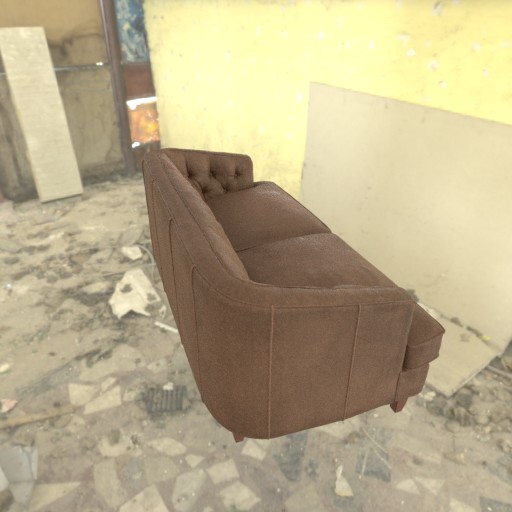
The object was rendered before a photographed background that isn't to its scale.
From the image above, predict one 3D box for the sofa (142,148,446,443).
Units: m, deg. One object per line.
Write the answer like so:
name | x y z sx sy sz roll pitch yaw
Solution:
sofa | 0.000 0.000 2.252 0.917 0.799 1.767 -10 31 -17
